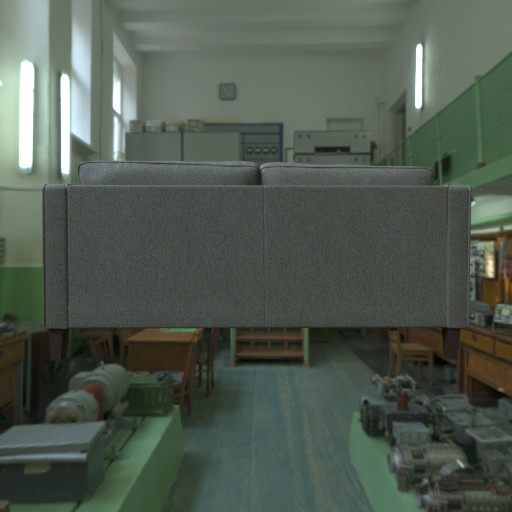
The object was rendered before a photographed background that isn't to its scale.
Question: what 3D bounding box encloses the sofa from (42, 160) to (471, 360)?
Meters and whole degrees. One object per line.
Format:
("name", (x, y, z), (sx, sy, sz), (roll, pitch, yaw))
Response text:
("sofa", (0.000, 0.000, 2.766), (2.181, 1.074, 1.073), (0, 0, -1))
